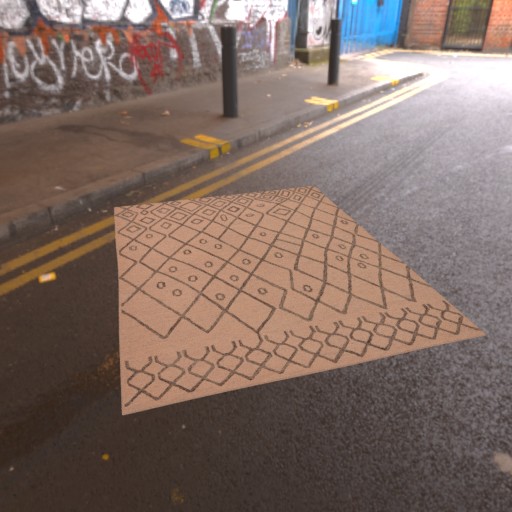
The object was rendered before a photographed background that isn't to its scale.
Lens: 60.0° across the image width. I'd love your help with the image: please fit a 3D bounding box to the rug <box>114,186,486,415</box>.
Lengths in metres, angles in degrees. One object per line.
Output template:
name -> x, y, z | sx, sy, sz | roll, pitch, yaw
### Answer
rug -> 0.000, 0.000, 4.037 | 2.446, 0.015, 3.046 | -8, 30, -14
